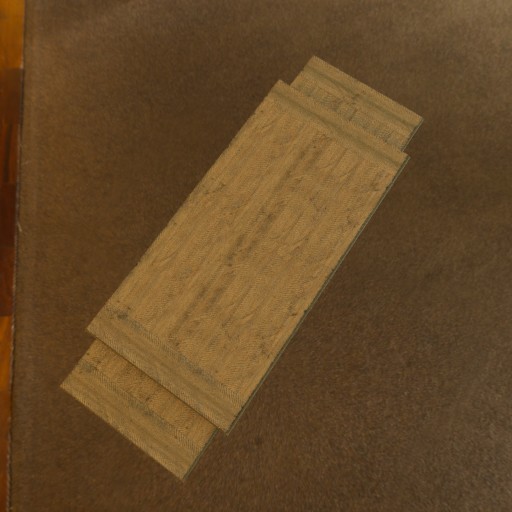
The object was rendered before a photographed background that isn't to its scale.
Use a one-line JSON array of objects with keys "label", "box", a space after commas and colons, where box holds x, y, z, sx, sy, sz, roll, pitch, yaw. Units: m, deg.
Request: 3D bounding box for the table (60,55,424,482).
[{"label": "table", "box": [0.000, 0.000, 1.500, 0.489, 0.427, 1.312, 34, 78, 8]}]
